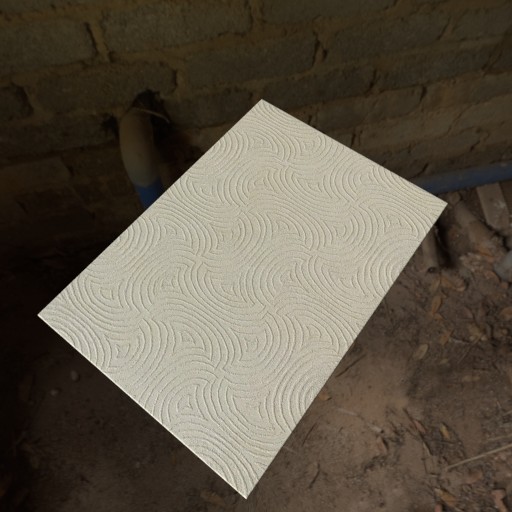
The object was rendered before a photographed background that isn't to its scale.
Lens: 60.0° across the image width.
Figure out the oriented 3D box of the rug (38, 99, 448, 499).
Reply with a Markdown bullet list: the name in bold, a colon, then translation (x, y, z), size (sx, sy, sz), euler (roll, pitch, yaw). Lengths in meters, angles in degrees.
- **rug**: translation (0.000, 0.000, 2.719), size (1.526, 0.015, 2.132), euler (34, 68, 16)
